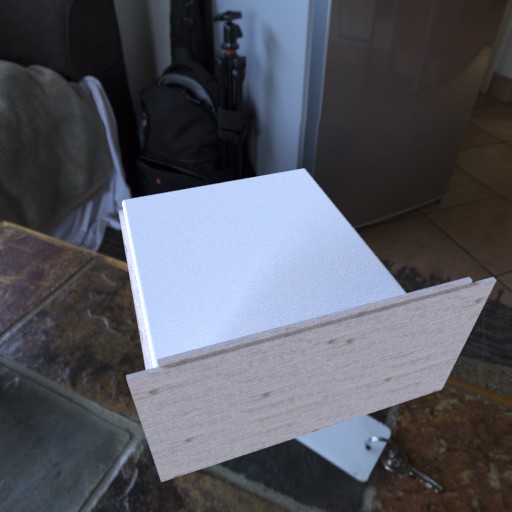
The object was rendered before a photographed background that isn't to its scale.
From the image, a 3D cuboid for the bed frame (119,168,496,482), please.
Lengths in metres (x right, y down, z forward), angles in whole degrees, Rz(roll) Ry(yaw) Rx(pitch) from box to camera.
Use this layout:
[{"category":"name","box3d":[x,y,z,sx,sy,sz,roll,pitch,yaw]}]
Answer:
[{"category":"bed frame","box3d":[0.000,0.000,2.977,1.750,0.970,2.080,-12,43,-14]}]
